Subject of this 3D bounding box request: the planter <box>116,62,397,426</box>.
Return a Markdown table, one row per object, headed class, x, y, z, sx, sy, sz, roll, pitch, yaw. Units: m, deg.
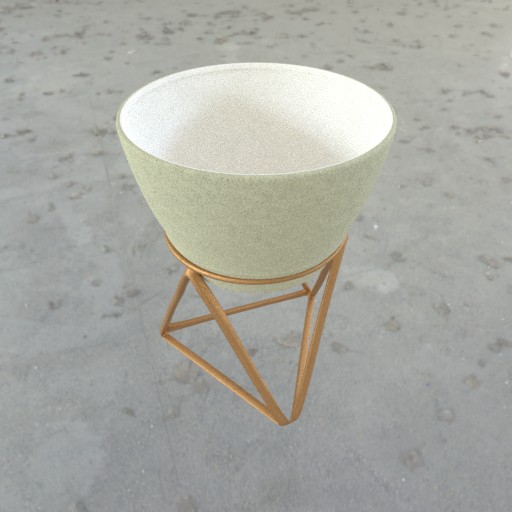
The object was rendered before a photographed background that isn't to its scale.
| class | x | y | z | sx | sy | sz | roll | pitch | yaw |
| --- | --- | --- | --- | --- | --- | --- | --- | --- | --- |
| planter | 0.000 | 0.000 | 0.729 | 0.350 | 0.504 | 0.350 | -13 | 43 | -15 |
